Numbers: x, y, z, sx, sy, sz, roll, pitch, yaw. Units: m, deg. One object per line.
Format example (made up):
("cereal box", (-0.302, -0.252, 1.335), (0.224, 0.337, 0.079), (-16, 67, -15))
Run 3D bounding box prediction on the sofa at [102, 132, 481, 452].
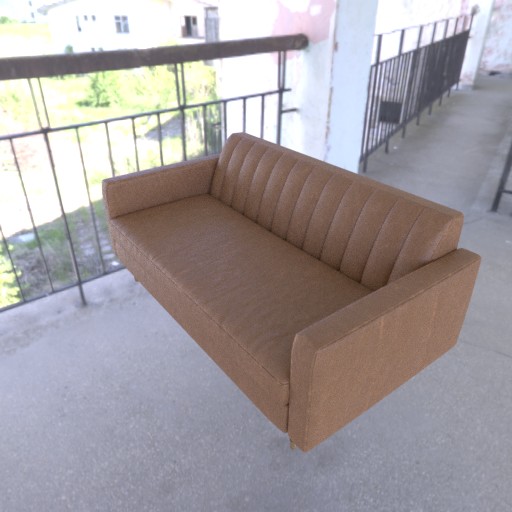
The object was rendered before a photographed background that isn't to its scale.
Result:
("sofa", (0.000, 0.000, 2.319), (0.993, 0.821, 1.847), (-21, 36, -31))
